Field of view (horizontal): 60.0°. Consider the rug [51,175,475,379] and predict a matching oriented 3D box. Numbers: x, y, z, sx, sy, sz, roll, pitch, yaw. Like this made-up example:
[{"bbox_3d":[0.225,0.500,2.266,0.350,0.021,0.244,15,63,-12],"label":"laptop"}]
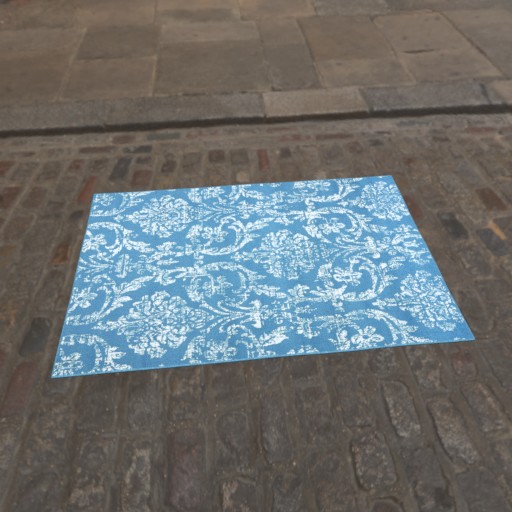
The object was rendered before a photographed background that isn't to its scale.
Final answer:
[{"bbox_3d":[0.000,0.000,2.311,1.833,0.012,1.211,-4,47,-4],"label":"rug"}]
